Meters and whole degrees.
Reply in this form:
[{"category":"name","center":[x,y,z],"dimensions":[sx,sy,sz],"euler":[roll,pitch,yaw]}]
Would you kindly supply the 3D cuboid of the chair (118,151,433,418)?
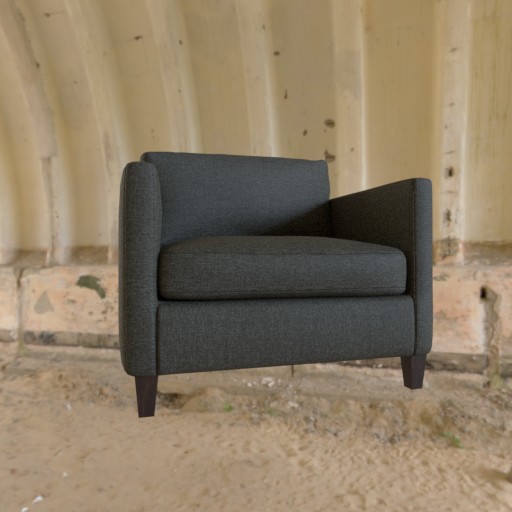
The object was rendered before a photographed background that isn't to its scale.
[{"category":"chair","center":[0.000,0.000,1.867],"dimensions":[1.107,0.963,0.959],"euler":[0,0,-17]}]
